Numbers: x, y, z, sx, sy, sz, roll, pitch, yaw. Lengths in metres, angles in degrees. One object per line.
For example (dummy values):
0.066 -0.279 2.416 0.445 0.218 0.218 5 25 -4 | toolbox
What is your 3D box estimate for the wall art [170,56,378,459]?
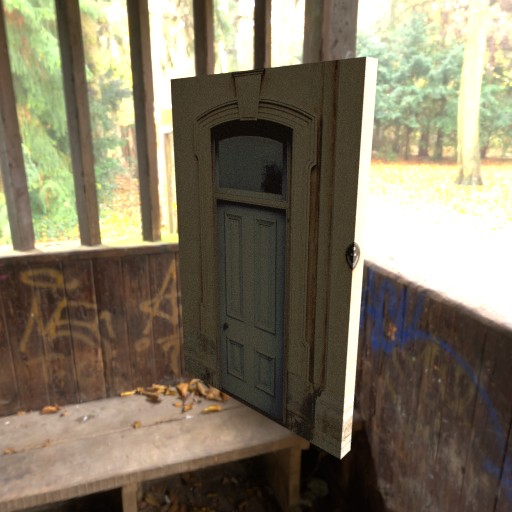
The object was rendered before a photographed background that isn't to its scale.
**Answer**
0.000 0.000 0.984 0.508 0.764 0.038 14 22 41 | wall art
